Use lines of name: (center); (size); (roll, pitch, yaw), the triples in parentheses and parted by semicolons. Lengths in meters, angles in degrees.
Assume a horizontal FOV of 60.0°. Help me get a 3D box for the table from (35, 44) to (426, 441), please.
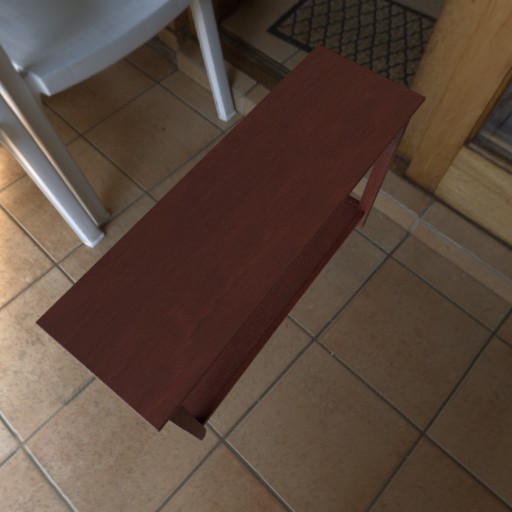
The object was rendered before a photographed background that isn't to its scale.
table: (0.000, 0.000, 1.514); (0.392, 0.739, 1.188); (34, 69, 16)
